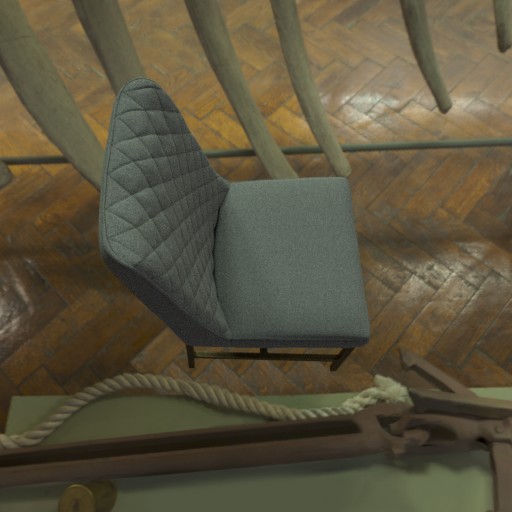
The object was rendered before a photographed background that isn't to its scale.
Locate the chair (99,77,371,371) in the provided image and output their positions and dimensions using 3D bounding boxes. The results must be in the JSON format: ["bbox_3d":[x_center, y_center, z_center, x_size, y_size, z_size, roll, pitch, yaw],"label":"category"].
[{"bbox_3d":[0.000,0.000,1.237,0.587,0.889,0.508,-1,65,-1],"label":"chair"}]
